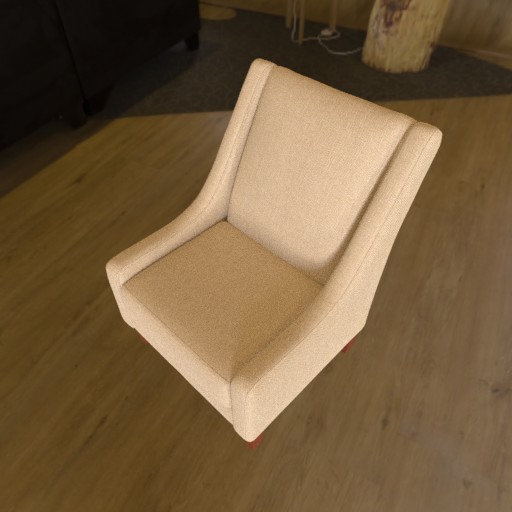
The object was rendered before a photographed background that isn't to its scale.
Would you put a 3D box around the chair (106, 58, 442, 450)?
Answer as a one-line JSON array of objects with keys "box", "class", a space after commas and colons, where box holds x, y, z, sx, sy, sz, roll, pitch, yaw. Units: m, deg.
[{"box": [0.000, 0.000, 1.636, 0.774, 1.014, 0.870, 35, 55, 29], "class": "chair"}]
